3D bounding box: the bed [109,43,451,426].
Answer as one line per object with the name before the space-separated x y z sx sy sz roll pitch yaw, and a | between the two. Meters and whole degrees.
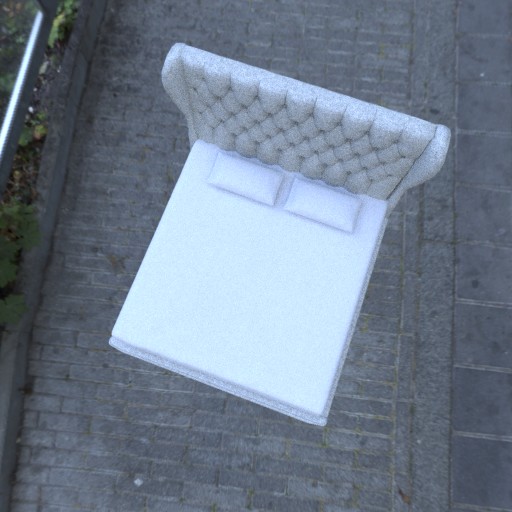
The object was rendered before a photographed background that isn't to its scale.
bed | 0.000 0.000 3.824 2.219 1.771 2.347 19 77 5
